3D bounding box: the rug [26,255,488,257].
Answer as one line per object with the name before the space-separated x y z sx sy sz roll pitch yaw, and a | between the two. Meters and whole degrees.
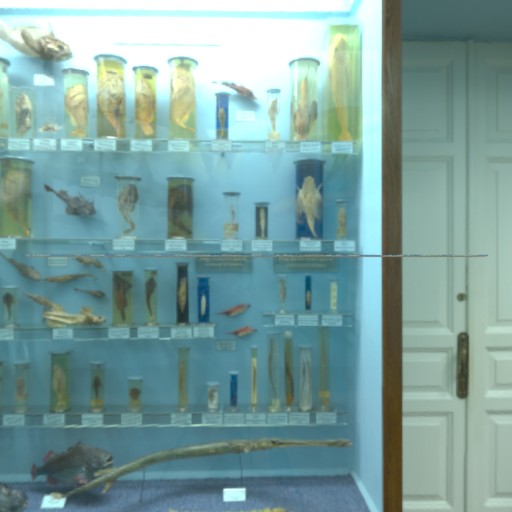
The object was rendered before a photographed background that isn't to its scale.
rug | 0.000 0.000 2.716 2.446 0.011 0.768 0 0 0
